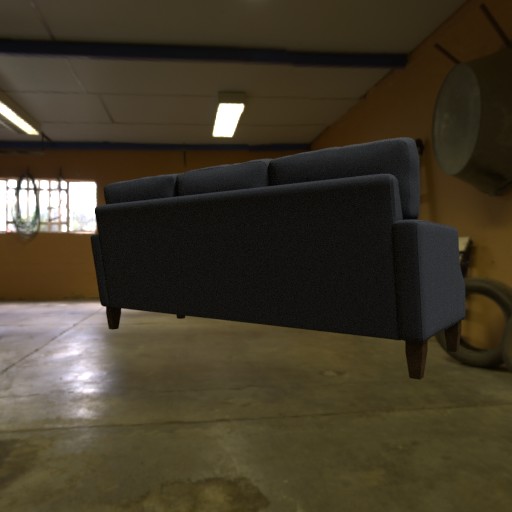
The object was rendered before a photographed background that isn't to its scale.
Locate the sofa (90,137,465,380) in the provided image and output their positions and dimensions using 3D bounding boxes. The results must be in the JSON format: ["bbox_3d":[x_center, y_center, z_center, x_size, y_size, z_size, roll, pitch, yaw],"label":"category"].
[{"bbox_3d":[0.000,0.000,2.602,2.115,0.984,0.888,0,0,36],"label":"sofa"}]
